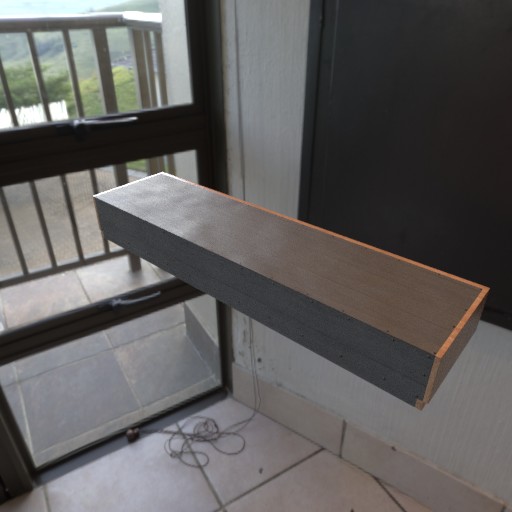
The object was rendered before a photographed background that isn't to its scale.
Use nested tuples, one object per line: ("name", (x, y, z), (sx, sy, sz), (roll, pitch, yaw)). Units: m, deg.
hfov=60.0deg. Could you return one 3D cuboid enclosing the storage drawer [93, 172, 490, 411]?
("storage drawer", (0.000, 0.000, 2.241), (2.032, 0.264, 0.538), (24, 38, 34))
